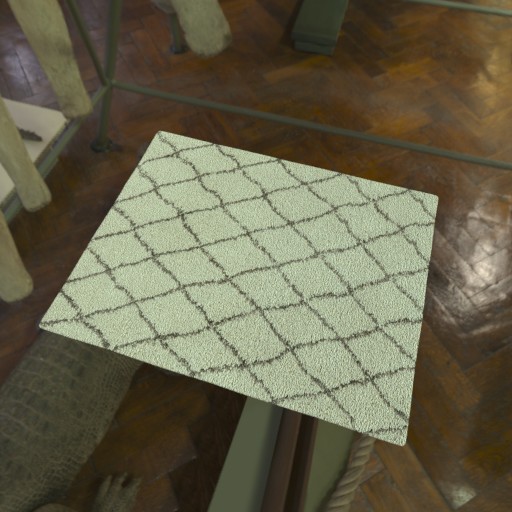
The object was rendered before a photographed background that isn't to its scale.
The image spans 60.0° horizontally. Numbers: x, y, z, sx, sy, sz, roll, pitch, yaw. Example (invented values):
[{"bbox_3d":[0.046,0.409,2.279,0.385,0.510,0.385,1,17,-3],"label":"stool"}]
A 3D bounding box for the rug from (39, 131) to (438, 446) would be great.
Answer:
[{"bbox_3d":[0.000,0.000,4.061,3.047,0.029,2.438,15,60,9],"label":"rug"}]
